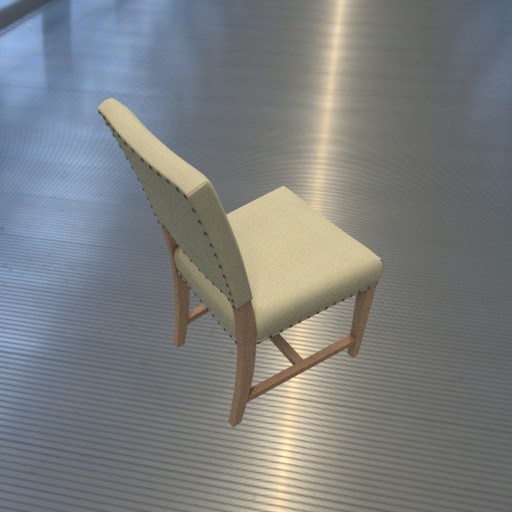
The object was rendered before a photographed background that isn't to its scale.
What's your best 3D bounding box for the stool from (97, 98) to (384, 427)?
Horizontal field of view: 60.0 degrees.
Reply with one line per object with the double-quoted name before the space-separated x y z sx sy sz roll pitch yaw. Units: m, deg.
"stool" 0.000 0.000 1.362 0.623 0.986 0.508 -26 50 -25
